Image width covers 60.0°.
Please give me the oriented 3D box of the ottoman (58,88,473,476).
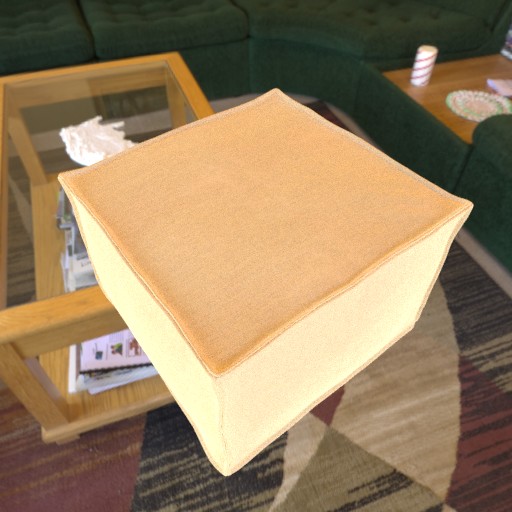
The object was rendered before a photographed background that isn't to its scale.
[{"bbox_3d":[0.000,0.000,1.139,0.707,0.470,0.696,-30,54,-25],"label":"ottoman"}]
